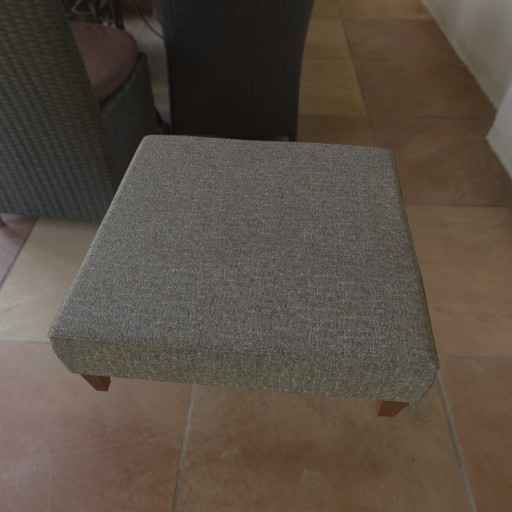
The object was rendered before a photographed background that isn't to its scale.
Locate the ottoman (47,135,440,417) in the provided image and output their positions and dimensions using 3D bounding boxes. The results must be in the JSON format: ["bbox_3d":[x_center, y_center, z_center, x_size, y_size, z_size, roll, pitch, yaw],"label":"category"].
[{"bbox_3d":[0.000,0.000,1.543,1.016,0.379,0.981,4,47,4],"label":"ottoman"}]
